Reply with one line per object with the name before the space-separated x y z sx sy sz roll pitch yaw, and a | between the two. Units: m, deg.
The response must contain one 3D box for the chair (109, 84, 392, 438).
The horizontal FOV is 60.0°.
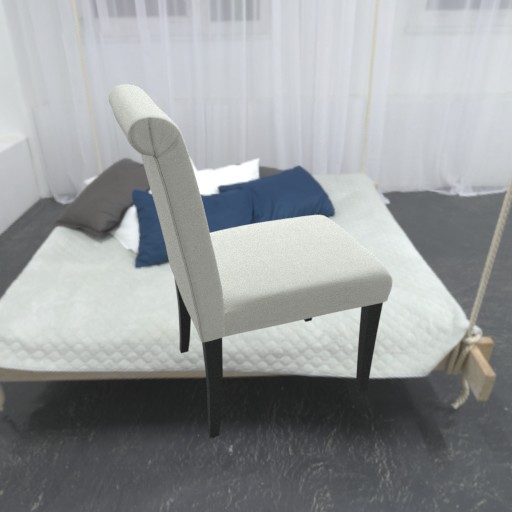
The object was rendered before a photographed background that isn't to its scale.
chair | 0.000 0.000 1.370 0.708 0.976 0.452 -11 31 -18
